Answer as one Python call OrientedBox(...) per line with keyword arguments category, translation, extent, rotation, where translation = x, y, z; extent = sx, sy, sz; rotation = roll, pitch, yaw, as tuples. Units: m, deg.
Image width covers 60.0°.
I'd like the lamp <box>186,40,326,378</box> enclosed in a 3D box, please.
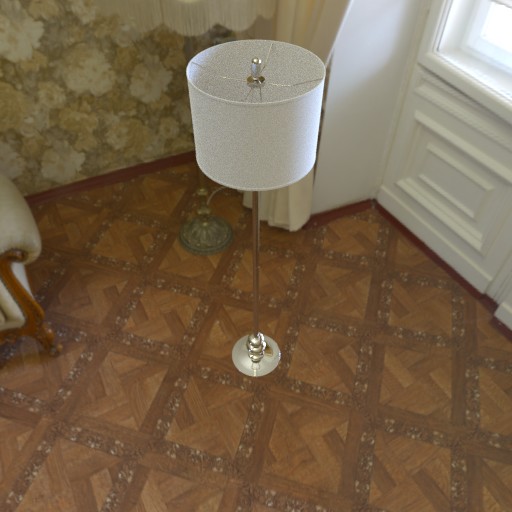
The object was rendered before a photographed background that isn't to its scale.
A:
OrientedBox(category="lamp", translation=(0.000, 0.000, 1.670), extent=(0.356, 1.487, 0.356), rotation=(11, 49, 10))
